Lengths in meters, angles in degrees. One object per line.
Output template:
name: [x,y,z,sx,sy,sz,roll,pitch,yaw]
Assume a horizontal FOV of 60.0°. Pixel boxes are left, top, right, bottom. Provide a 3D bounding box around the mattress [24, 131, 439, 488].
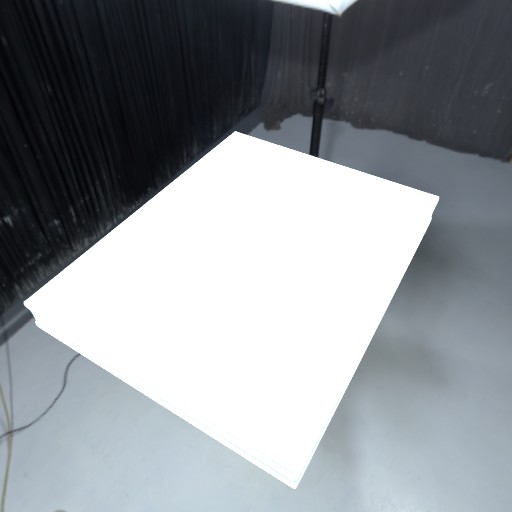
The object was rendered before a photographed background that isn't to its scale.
mattress: [0.000,0.000,2.668,1.600,0.230,2.000,23,50,21]
